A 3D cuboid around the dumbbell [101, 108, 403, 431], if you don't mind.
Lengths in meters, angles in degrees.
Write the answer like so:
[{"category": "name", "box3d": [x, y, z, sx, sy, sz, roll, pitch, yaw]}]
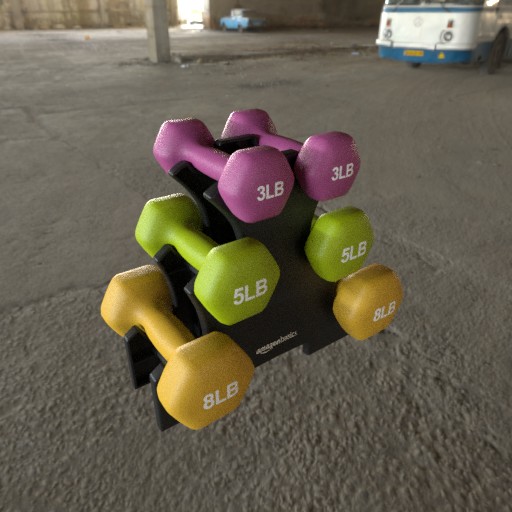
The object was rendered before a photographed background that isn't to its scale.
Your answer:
[{"category": "dumbbell", "box3d": [0.000, 0.000, 0.470, 0.300, 0.271, 0.190, -19, 35, -30]}]
